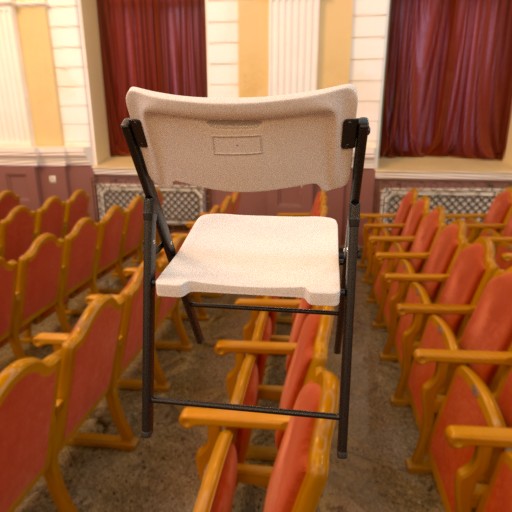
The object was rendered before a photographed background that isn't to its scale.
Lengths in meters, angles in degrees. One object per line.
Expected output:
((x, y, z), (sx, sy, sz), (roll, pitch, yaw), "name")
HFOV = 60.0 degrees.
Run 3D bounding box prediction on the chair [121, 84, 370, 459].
((0.000, 0.000, 1.112), (0.482, 0.765, 0.577), (2, 17, 8), "chair")
